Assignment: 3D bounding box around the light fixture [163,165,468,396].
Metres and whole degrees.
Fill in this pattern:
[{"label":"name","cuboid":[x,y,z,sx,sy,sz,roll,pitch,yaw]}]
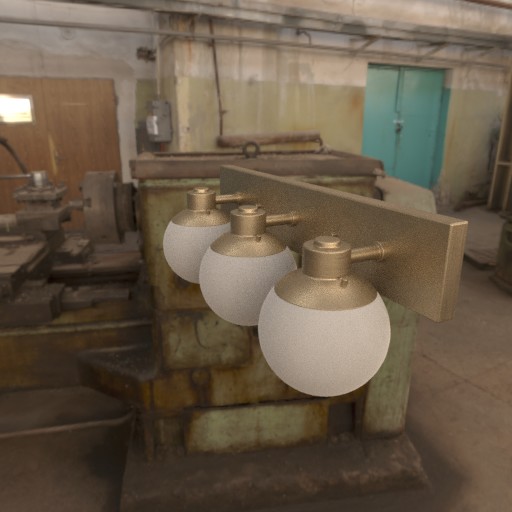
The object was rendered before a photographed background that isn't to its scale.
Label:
[{"label":"light fixture","cuboid":[0.000,0.000,0.840,0.218,0.263,0.721,-9,20,-26]}]
